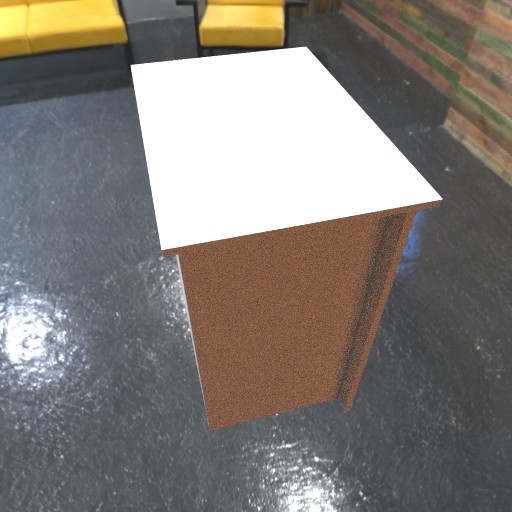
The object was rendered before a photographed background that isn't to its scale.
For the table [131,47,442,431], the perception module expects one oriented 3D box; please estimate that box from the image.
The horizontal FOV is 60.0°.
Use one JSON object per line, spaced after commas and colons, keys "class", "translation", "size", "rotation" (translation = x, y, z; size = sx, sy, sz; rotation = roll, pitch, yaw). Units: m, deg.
{"class": "table", "translation": [0.000, 0.000, 1.056], "size": [0.406, 0.711, 0.589], "rotation": [-11, 47, -10]}
